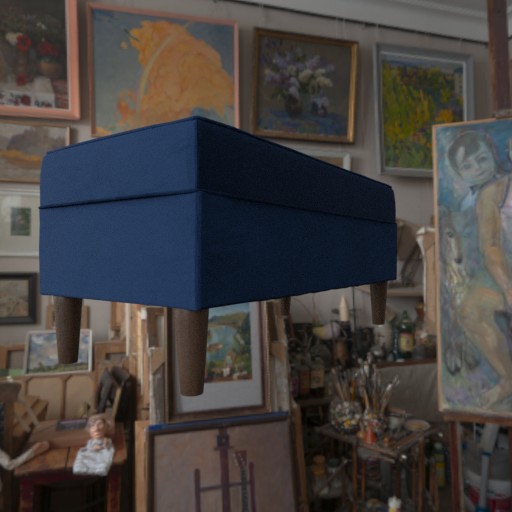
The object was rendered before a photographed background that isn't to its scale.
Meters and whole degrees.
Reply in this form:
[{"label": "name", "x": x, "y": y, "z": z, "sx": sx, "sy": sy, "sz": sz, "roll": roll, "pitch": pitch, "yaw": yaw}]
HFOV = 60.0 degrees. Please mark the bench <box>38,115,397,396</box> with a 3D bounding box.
[{"label": "bench", "x": 0.000, "y": 0.000, "z": 1.246, "sx": 0.489, "sy": 0.467, "sz": 1.010, "roll": 0, "pitch": 1, "yaw": 35}]
